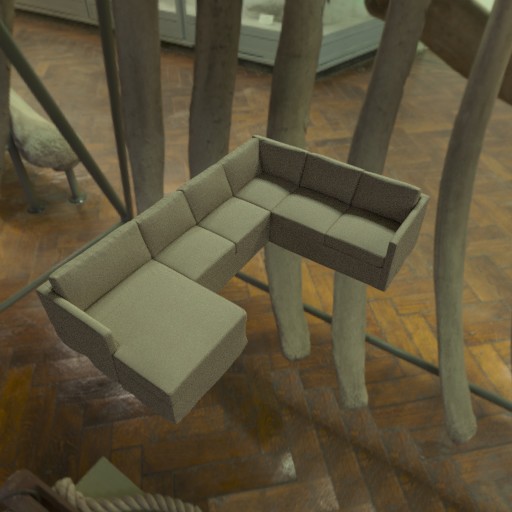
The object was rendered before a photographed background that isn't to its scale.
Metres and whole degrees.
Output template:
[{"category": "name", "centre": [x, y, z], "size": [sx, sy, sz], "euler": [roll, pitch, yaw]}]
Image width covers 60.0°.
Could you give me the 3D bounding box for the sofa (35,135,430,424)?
[{"category": "sofa", "centre": [0.000, 0.000, 4.676], "size": [2.476, 0.878, 3.528], "euler": [25, 48, 25]}]
